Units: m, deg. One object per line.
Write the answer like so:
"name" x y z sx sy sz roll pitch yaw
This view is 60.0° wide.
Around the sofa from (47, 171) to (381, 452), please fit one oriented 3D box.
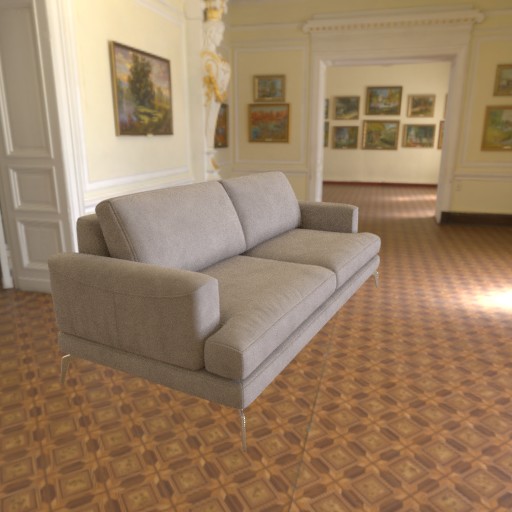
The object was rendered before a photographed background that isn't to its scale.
"sofa" 0.000 0.000 2.513 0.980 0.830 2.013 8 17 27
